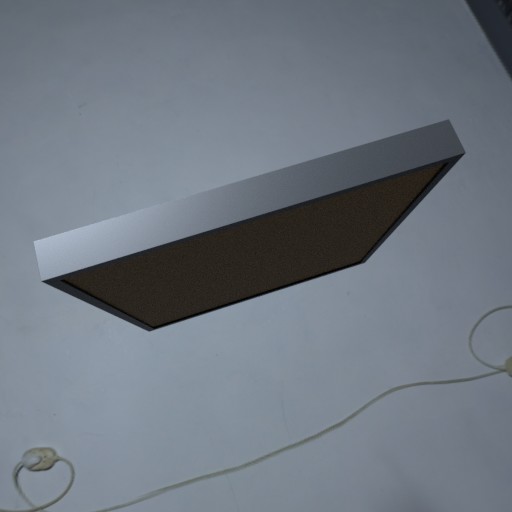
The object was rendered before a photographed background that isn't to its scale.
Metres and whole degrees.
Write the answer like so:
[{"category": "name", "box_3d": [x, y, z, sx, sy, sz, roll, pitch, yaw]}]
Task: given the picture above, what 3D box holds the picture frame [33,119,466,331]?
[{"category": "picture frame", "box_3d": [0.000, 0.000, 0.471, 0.317, 0.317, 0.030, -17, 75, -5]}]
